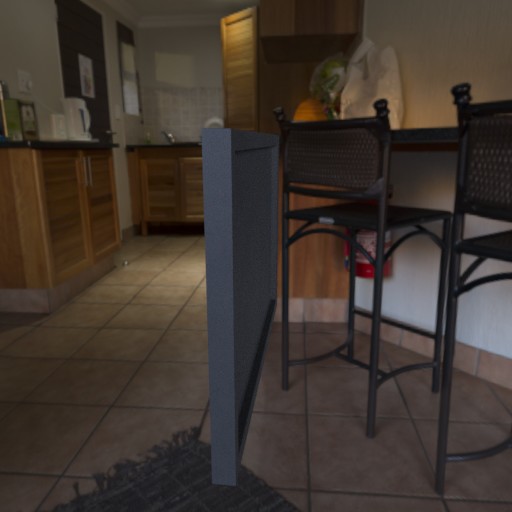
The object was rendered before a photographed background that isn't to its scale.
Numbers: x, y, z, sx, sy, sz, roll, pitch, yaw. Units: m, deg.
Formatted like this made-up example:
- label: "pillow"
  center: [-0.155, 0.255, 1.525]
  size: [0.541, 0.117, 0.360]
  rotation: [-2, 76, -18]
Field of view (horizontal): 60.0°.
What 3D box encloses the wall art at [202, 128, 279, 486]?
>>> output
- label: "wall art"
  center: [0.000, 0.000, 0.564]
  size: [0.021, 0.301, 0.443]
  rotation: [2, 15, 7]
